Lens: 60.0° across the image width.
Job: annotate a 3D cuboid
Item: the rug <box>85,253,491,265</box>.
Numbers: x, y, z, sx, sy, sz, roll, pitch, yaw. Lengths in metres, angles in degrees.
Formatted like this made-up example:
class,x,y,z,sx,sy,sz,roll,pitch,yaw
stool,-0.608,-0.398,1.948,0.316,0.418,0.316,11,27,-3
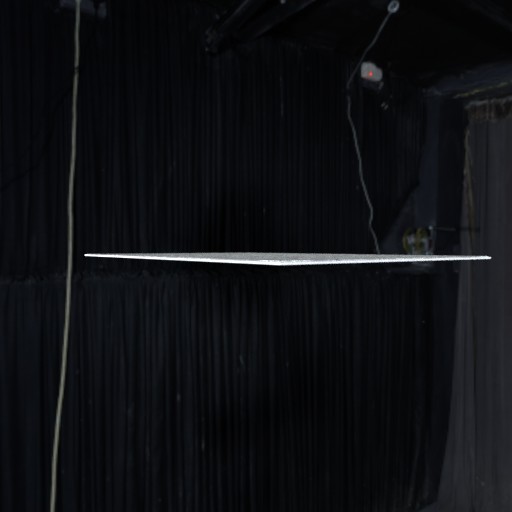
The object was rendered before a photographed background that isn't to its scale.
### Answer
class,x,y,z,sx,sy,sz,roll,pitch,yaw
rug,0.000,0.000,3.468,1.819,0.018,2.746,-1,1,-37
